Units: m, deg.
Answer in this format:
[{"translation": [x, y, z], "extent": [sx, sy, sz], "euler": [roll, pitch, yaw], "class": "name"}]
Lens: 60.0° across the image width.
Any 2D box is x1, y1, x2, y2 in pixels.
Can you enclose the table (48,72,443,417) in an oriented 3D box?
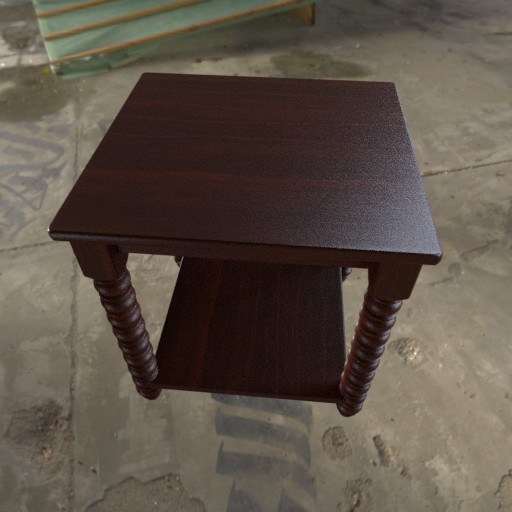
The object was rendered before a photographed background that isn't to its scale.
[{"translation": [0.000, 0.000, 0.960], "extent": [0.533, 0.567, 0.500], "euler": [4, 46, 4], "class": "table"}]
